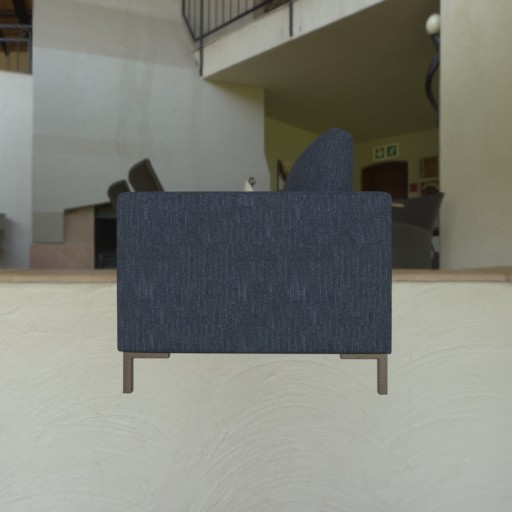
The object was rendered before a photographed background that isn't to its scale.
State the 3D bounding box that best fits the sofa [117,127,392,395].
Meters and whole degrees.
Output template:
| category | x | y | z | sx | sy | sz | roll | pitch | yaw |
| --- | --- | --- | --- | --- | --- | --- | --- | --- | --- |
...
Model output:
| category | x | y | z | sx | sy | sz | roll | pitch | yaw |
| --- | --- | --- | --- | --- | --- | --- | --- | --- | --- |
| sofa | 0.000 | 0.000 | 2.191 | 0.866 | 0.862 | 1.716 | 0 | 0 | 1 |
